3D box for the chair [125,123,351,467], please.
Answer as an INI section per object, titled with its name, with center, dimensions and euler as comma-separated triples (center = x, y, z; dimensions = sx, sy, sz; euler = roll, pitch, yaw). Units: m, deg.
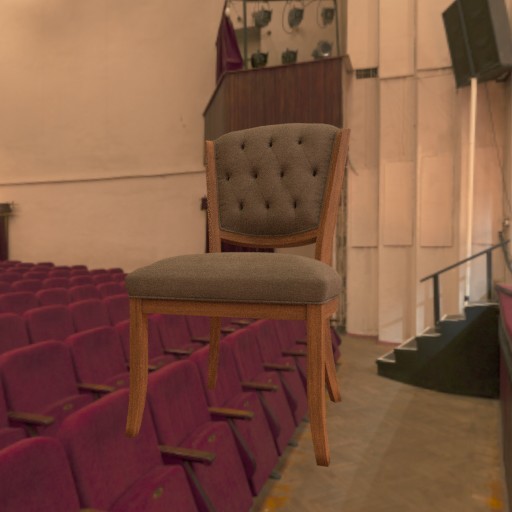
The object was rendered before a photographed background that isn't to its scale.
[chair]
center = 0.000, 0.000, 1.299
dimensions = 0.513, 0.905, 0.584
euler = 0, 0, 18
